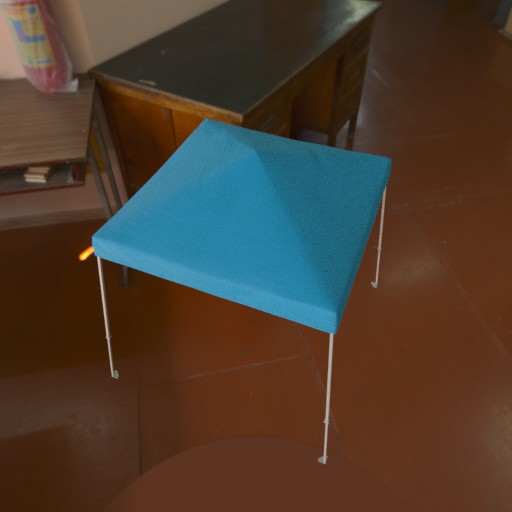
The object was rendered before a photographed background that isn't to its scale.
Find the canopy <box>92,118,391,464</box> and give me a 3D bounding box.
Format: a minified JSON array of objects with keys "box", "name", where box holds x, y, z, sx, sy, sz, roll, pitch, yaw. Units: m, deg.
[{"box":[0.000,0.000,5.209,2.848,2.849,2.849,17,48,15],"name":"canopy"}]
